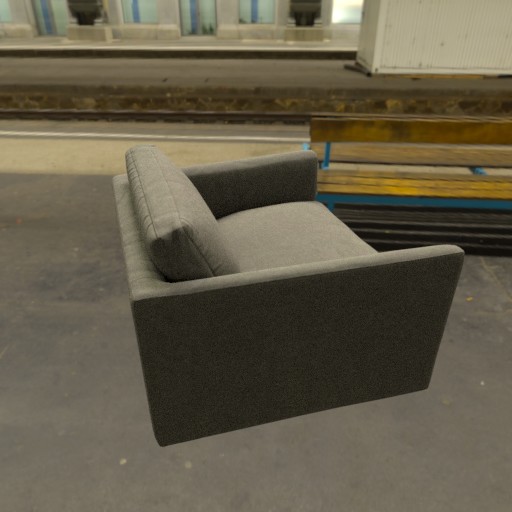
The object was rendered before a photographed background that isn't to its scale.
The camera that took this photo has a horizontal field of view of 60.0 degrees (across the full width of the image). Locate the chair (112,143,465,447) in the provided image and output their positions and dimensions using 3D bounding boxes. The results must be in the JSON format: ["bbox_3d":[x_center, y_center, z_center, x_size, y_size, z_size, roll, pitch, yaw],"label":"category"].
[{"bbox_3d":[0.000,0.000,1.891,1.091,0.845,1.190,-10,31,-16],"label":"chair"}]
